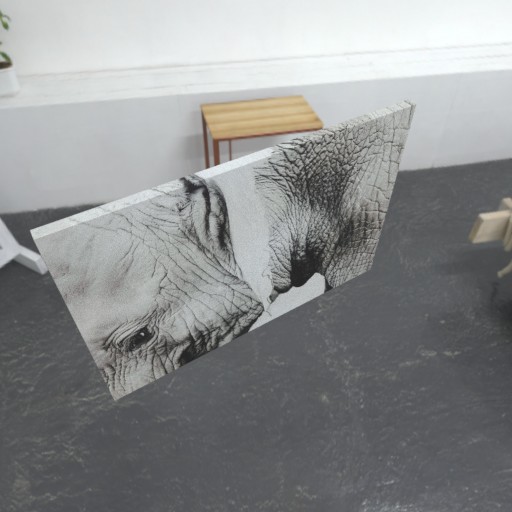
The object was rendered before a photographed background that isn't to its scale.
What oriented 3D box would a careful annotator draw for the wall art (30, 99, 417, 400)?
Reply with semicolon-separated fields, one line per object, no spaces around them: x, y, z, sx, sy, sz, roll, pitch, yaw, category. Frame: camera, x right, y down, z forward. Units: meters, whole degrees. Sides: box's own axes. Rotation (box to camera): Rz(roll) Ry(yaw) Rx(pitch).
0.000;0.000;1.439;1.141;0.758;0.035;-24;51;-21;wall art
